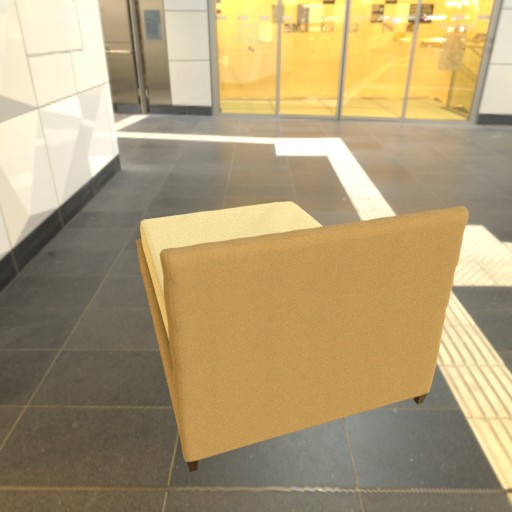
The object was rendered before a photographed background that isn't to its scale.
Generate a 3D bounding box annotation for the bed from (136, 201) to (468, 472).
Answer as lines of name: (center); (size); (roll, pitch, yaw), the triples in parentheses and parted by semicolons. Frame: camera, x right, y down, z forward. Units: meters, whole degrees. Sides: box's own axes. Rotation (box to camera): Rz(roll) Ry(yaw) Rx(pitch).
bed: (0.000, 0.000, 3.476); (1.698, 1.427, 2.387); (-9, 29, -17)
